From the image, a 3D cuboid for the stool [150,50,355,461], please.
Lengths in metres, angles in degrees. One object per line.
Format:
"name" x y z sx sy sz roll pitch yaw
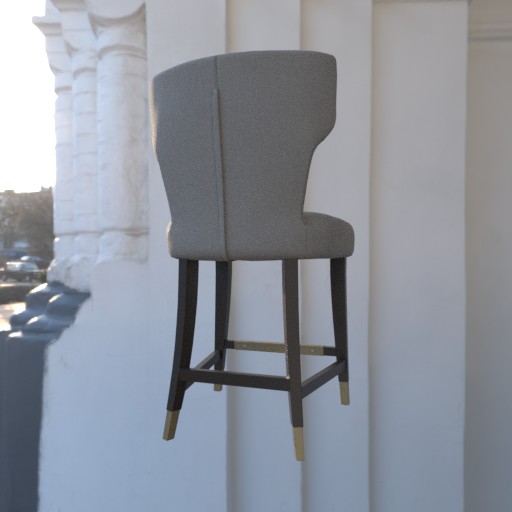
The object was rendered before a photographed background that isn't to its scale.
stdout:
"stool" 0.000 0.000 1.315 0.527 0.982 0.563 0 0 19
